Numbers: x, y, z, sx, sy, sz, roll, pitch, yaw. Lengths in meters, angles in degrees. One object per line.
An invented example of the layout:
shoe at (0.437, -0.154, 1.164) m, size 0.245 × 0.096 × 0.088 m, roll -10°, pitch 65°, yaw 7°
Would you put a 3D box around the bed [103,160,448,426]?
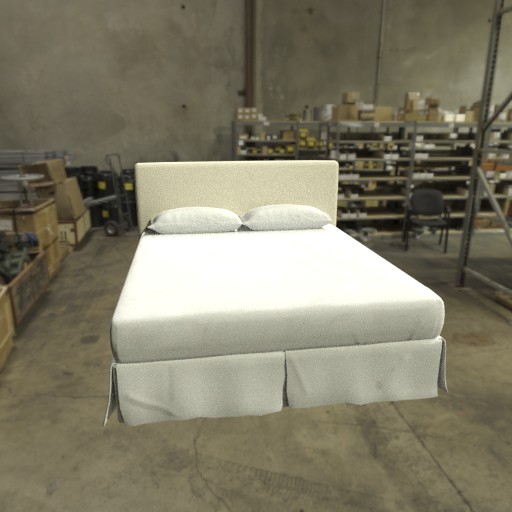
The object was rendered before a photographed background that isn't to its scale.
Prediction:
bed at (0.000, 0.000, 3.547) m, size 2.119 × 1.317 × 2.341 m, roll -3°, pitch 17°, yaw -9°
